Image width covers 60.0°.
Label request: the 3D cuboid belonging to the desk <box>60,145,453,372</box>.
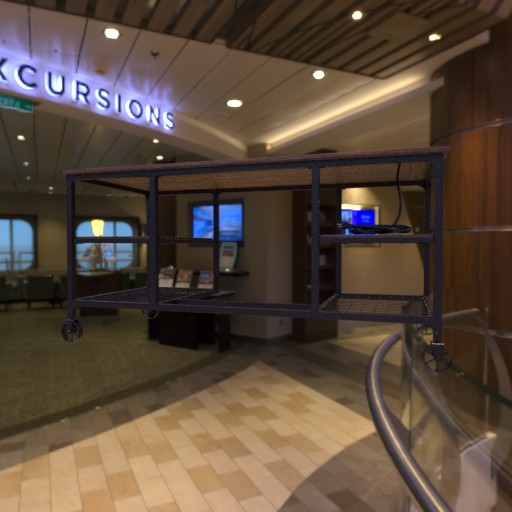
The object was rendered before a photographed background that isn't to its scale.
[{"bbox_3d":[0.000,0.000,2.028,1.590,0.751,0.711,0,2,18],"label":"desk"}]
